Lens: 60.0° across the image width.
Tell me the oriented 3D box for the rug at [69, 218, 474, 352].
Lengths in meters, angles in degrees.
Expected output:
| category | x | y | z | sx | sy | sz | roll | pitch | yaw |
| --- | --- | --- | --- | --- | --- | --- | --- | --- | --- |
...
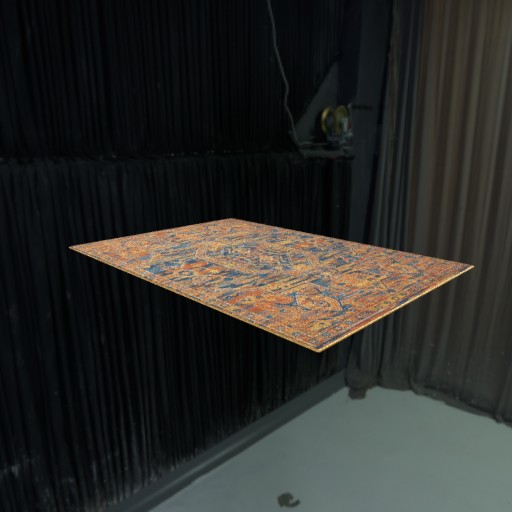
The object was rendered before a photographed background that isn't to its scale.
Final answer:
| category | x | y | z | sx | sy | sz | roll | pitch | yaw |
| --- | --- | --- | --- | --- | --- | --- | --- | --- | --- |
| rug | 0.000 | 0.000 | 3.852 | 2.043 | 0.019 | 2.916 | -15 | 21 | -43 |
